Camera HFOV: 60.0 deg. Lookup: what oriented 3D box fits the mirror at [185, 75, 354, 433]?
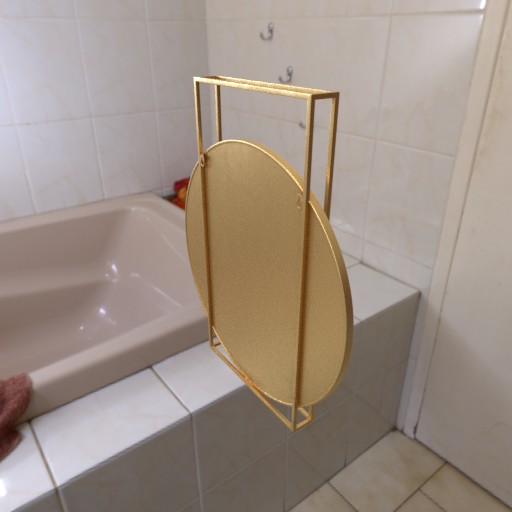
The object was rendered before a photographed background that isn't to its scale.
[{"bbox_3d":[0.000,0.000,0.826,0.051,0.603,0.508,-18,32,-31],"label":"mirror"}]
